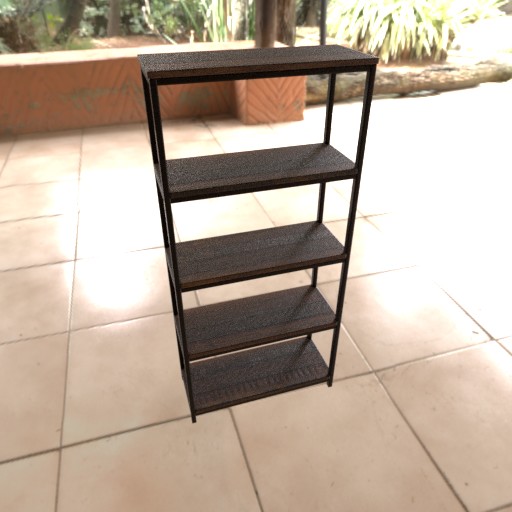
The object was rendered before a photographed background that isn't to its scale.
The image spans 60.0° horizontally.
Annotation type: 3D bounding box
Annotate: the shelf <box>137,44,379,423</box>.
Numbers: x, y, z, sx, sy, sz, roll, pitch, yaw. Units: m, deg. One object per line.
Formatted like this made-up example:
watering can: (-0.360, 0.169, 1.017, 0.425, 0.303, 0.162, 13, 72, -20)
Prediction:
shelf: (0.000, 0.000, 2.234, 0.874, 1.860, 0.359, -10, 35, -15)
